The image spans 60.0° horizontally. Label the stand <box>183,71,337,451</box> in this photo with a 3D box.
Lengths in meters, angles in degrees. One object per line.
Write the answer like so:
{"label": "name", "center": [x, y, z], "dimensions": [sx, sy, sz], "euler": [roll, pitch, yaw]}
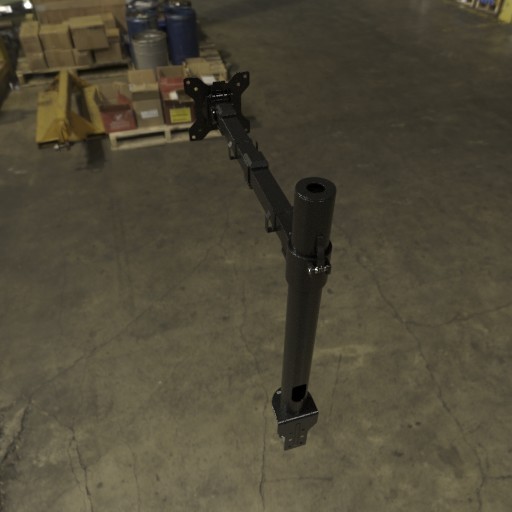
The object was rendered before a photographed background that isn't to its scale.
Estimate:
{"label": "stand", "center": [0.000, 0.000, 0.727], "dimensions": [0.115, 0.510, 0.456], "euler": [-12, 43, -12]}
